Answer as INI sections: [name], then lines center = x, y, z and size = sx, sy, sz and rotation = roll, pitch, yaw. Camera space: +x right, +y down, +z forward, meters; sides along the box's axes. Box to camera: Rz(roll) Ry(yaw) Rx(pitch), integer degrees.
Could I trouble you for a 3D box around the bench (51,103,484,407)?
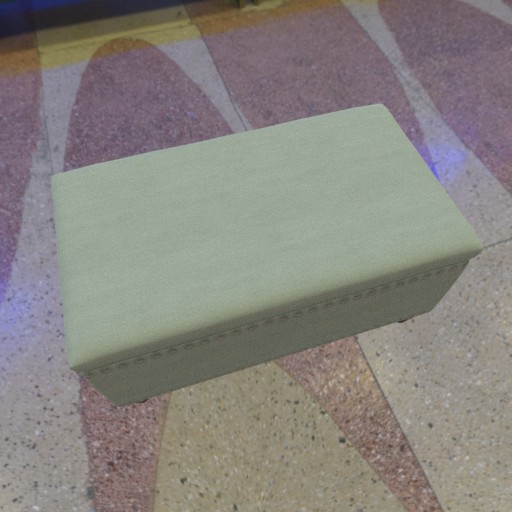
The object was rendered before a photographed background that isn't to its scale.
[bench]
center = 0.000, 0.000, 1.177
size = 0.887, 0.449, 0.500
rotation = -15, 59, -9
